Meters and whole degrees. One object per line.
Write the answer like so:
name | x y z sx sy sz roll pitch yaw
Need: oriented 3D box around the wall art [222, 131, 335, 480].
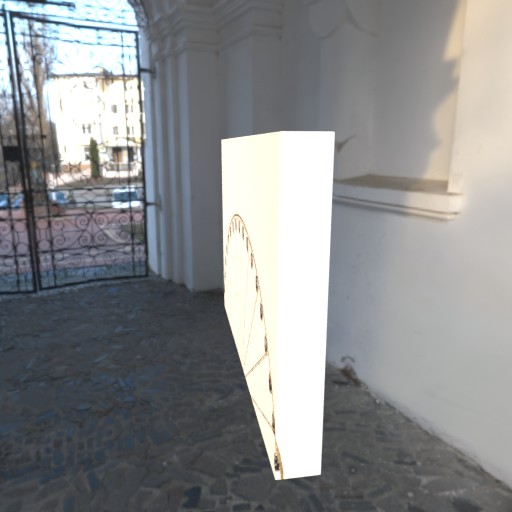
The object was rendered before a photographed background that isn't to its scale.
wall art | 0.000 0.000 0.491 0.039 0.254 0.384 -2 14 -9
